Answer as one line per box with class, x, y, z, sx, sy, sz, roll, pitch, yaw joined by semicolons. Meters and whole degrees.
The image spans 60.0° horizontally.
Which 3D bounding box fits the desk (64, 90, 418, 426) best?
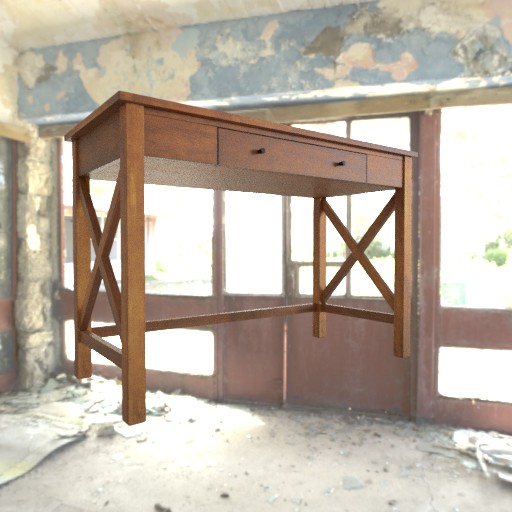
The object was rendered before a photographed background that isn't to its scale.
desk;0.000;0.000;1.522;1.117;0.762;0.508;-1;2;-36
